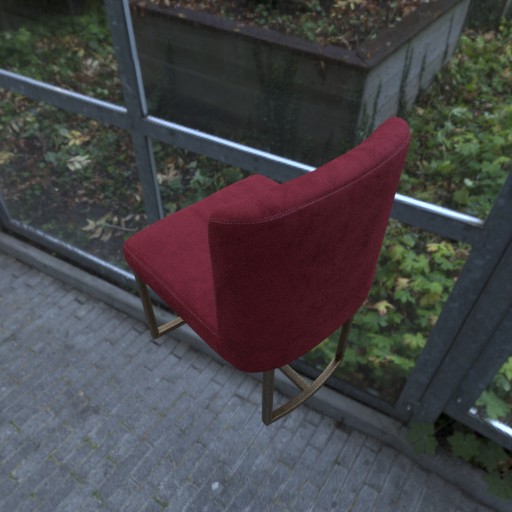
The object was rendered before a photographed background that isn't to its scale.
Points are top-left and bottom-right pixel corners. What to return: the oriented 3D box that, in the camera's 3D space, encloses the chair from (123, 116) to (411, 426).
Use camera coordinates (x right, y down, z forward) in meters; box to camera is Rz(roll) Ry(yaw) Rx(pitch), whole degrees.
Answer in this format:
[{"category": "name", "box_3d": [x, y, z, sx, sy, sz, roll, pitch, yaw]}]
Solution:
[{"category": "chair", "box_3d": [0.000, 0.000, 1.194, 0.530, 0.824, 0.560, -32, 53, -28]}]
